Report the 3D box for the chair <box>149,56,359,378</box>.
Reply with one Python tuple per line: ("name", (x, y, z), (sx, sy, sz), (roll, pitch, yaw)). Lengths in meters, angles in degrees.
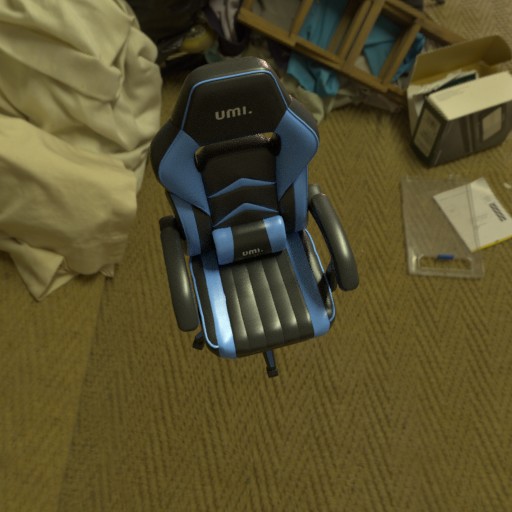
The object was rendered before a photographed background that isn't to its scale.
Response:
("chair", (0.000, 0.000, 1.707), (0.700, 1.280, 0.700), (-13, 65, -6))
